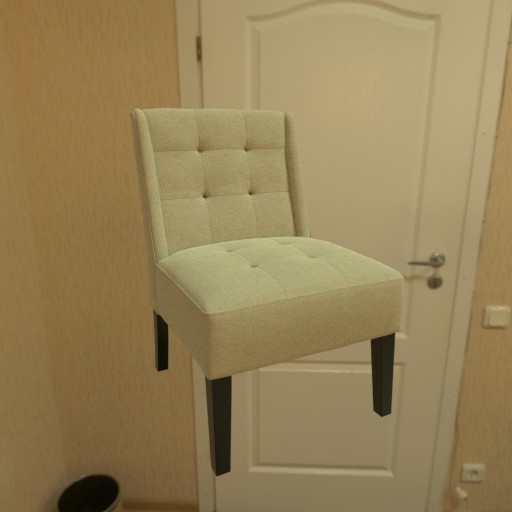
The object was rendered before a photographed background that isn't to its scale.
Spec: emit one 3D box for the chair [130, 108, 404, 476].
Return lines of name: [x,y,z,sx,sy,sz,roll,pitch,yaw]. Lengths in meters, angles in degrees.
chair: [0.000,0.000,1.319,0.569,0.853,0.676,-8,18,-25]
